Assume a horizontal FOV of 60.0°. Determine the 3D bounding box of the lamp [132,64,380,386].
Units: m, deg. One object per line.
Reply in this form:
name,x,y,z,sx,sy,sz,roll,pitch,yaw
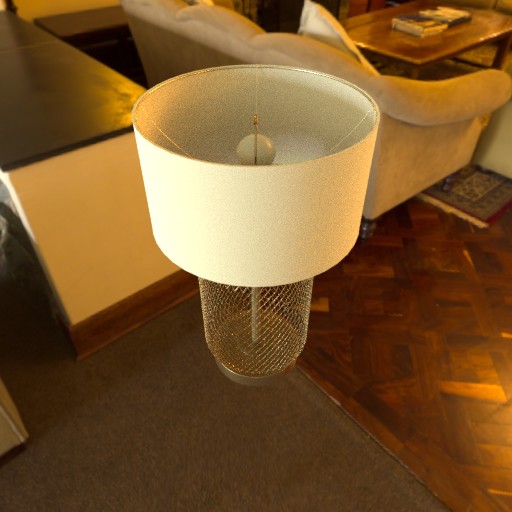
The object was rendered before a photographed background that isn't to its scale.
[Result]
lamp,0.000,0.000,0.830,0.353,0.578,0.353,0,41,0
